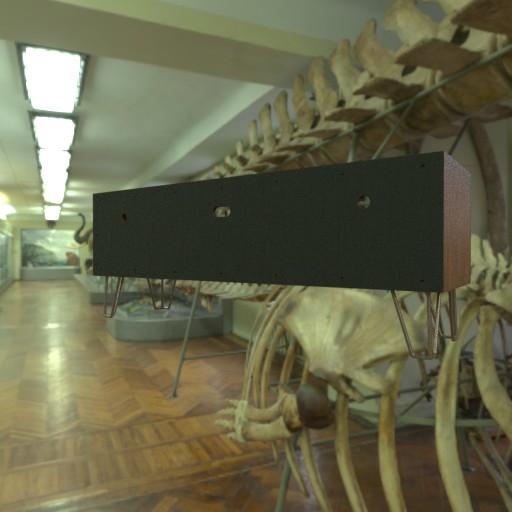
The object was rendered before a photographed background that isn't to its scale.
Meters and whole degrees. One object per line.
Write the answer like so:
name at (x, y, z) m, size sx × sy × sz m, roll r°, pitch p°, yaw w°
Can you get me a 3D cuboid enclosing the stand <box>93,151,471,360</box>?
stand at (0.000, 0.000, 1.920) m, size 1.626 × 0.610 × 0.481 m, roll 0°, pitch 1°, yaw 35°
